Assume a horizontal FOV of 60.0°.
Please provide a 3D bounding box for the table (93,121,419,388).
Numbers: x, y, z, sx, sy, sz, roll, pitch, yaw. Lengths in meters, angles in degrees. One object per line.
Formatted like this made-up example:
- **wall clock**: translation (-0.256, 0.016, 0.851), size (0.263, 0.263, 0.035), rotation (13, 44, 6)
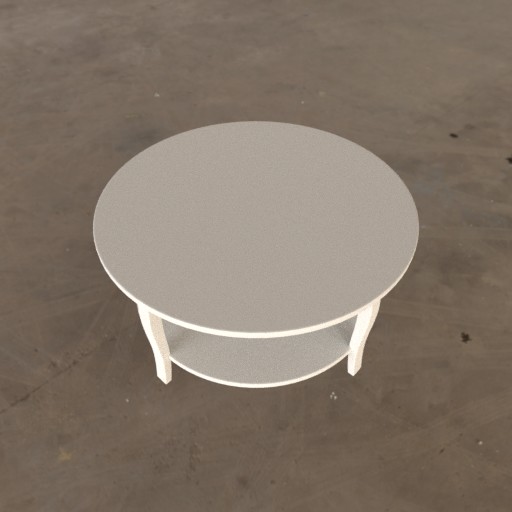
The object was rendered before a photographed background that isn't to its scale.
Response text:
- **table**: translation (0.000, 0.000, 1.440), size (0.910, 0.457, 0.910), rotation (0, 46, 0)
